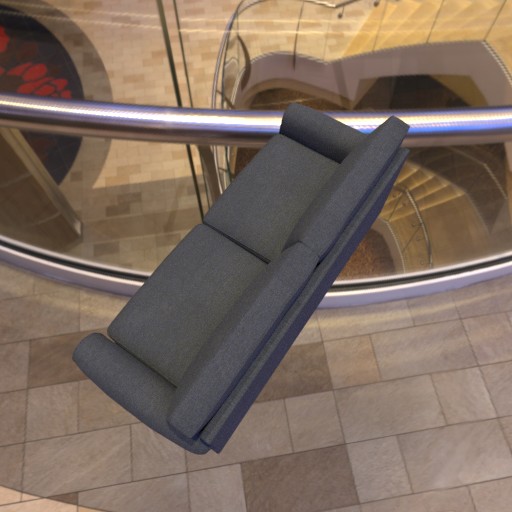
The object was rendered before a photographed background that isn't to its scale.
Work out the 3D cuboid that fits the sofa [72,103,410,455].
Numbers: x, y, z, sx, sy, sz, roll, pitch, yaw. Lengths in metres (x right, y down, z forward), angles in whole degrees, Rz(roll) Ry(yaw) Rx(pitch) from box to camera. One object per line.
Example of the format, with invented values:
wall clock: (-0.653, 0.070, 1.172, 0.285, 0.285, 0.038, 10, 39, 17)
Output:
sofa: (0.000, 0.000, 2.893, 0.954, 1.026, 2.391, 32, 68, 15)
